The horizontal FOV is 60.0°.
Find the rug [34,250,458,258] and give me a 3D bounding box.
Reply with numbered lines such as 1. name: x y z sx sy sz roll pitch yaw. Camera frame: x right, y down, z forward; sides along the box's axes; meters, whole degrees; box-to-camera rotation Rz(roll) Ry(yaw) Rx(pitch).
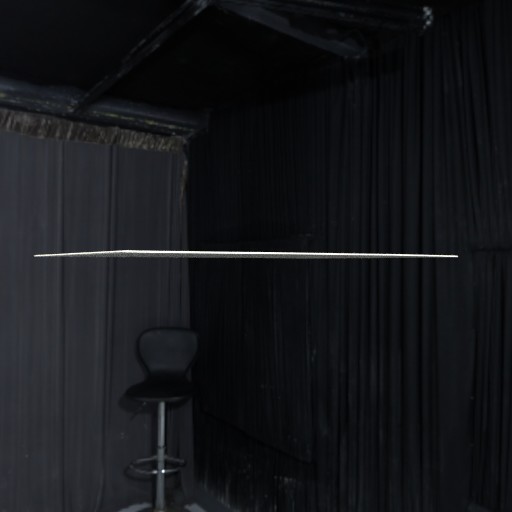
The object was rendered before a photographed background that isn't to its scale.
1. rug: 0.000 0.000 2.985 2.435 0.012 1.529 1 -1 -38
